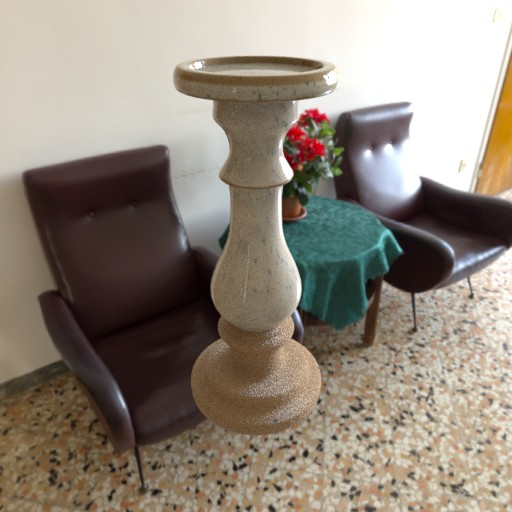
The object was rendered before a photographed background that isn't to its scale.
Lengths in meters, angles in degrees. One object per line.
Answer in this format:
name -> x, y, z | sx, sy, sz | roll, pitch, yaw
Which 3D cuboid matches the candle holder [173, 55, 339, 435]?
candle holder -> 0.000, 0.000, 0.254 | 0.088, 0.203, 0.088 | 0, 30, 0
